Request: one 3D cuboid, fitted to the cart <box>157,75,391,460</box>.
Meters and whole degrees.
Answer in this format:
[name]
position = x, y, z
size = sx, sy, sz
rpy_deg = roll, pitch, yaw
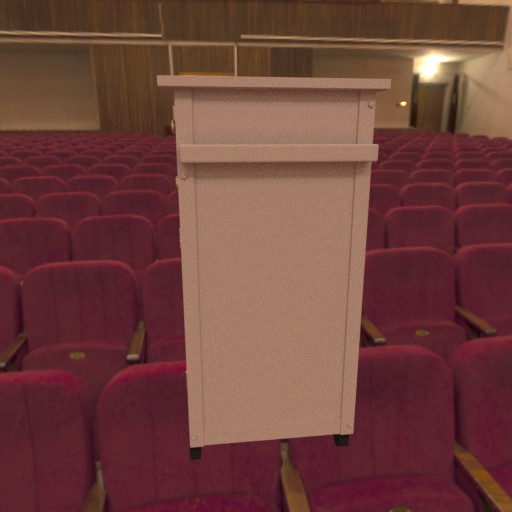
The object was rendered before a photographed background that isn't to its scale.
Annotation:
[cart]
position = 0.000, 0.000, 1.247
size = 0.442, 0.864, 0.683
rpy_deg = -2, 15, -7
